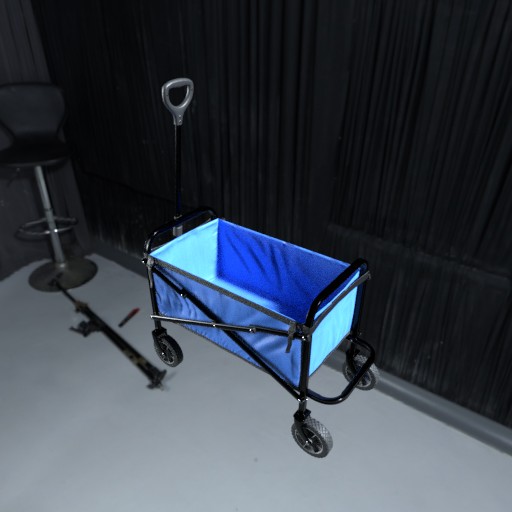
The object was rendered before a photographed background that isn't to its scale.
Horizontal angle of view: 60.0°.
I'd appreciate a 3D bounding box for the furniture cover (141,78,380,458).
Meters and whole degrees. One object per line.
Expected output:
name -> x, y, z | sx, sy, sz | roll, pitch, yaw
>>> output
furniture cover -> 0.000, 0.000, 1.814 | 1.038, 1.295, 0.532 | 21, 37, 31
